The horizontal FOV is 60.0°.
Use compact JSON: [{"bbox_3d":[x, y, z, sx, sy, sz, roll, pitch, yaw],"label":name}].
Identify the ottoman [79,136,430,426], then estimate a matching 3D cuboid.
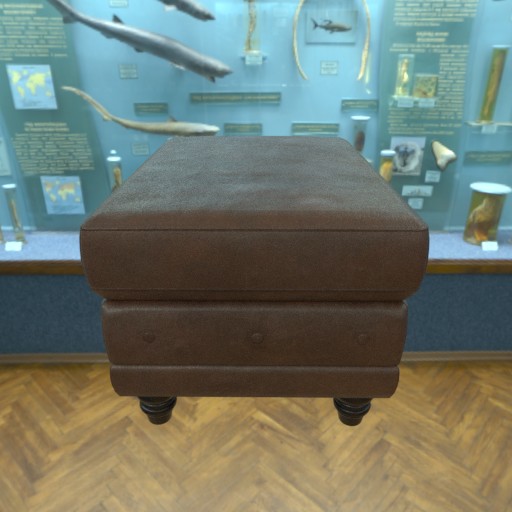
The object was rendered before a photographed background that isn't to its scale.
[{"bbox_3d":[0.000,0.000,1.161,0.588,0.509,0.795,0,25,0],"label":"ottoman"}]
